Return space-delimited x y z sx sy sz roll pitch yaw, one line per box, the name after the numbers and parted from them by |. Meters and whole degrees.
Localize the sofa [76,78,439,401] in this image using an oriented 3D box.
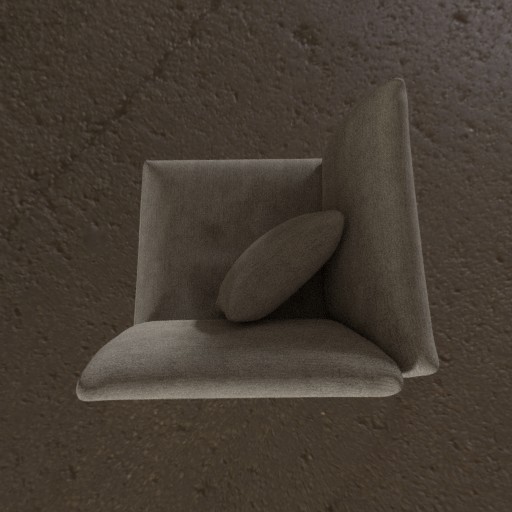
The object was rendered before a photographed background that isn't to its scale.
0.000 0.000 1.679 1.000 0.820 1.000 -1 75 0 | sofa
